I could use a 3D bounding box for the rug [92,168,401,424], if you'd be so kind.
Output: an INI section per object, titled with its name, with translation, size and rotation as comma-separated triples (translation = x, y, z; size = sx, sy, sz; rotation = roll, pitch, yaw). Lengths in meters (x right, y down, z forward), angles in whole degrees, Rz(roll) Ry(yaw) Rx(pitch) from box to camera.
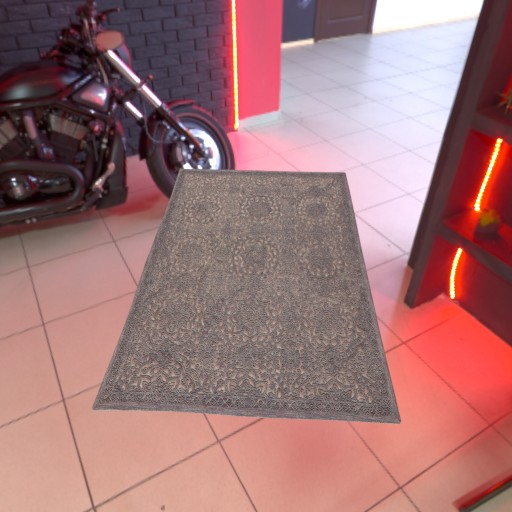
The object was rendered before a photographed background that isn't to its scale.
[rug]
translation = 0.000, 0.000, 3.146
size = 1.535, 0.022, 2.498
rotation = 2, 40, 2
